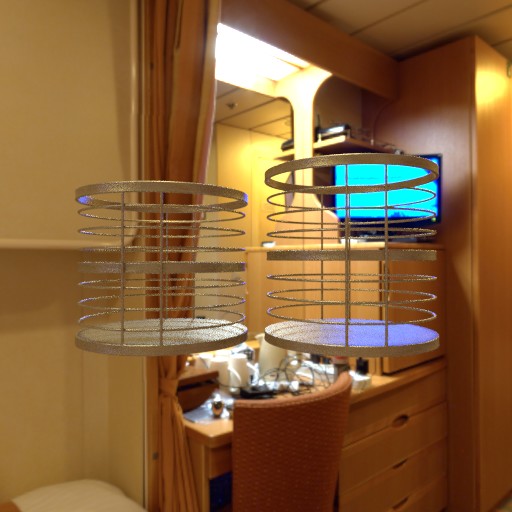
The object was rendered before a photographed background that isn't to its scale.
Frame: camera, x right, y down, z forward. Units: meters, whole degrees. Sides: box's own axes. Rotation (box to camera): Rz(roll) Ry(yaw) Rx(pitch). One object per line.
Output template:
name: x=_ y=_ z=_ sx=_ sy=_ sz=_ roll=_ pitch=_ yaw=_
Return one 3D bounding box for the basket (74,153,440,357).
basket: x=0.000 y=0.000 z=0.942 sx=0.746 sy=0.351 sz=0.356 roll=0 pitch=0 yaw=1
